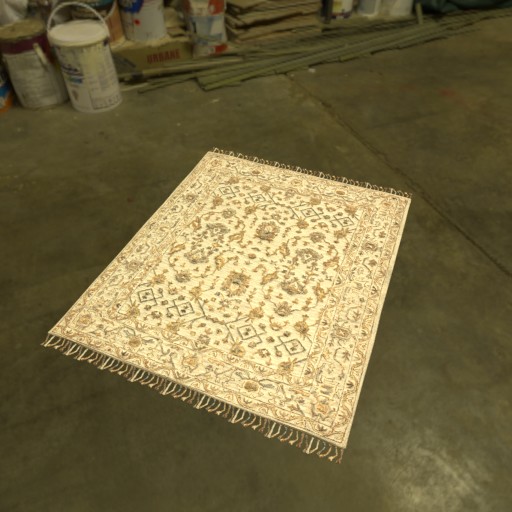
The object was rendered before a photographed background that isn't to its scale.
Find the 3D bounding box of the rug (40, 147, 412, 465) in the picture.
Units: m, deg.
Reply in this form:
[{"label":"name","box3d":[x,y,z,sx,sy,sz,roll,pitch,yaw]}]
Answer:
[{"label":"rug","box3d":[0.000,0.000,4.122,2.426,0.034,3.061,16,48,15]}]
